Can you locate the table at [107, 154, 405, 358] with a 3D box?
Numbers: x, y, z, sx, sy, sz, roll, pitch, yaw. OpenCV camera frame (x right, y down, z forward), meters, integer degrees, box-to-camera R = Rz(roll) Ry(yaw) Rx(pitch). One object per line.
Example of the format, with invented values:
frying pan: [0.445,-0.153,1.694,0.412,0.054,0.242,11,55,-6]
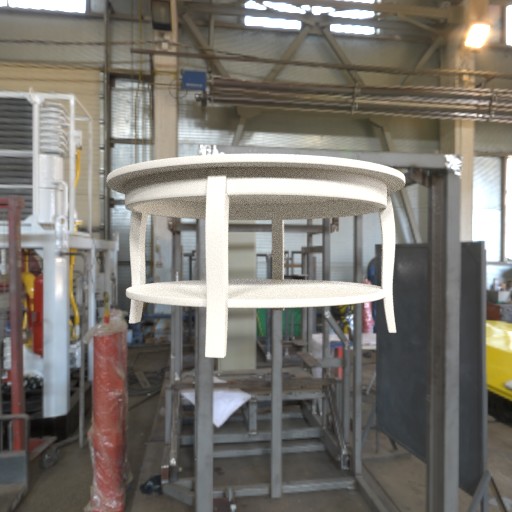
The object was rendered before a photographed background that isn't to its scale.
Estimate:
table: [0.000,0.000,1.429,0.910,0.457,0.910,0,0,0]
